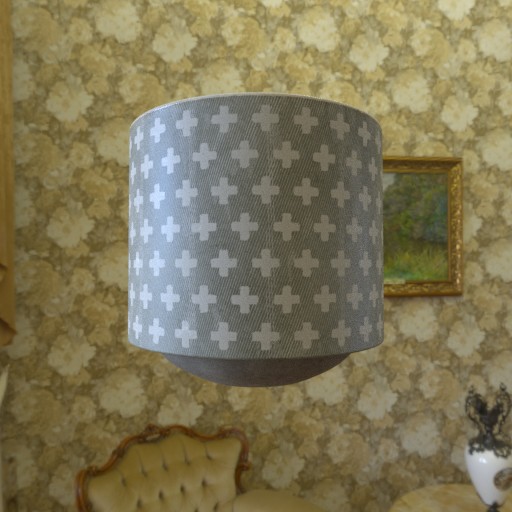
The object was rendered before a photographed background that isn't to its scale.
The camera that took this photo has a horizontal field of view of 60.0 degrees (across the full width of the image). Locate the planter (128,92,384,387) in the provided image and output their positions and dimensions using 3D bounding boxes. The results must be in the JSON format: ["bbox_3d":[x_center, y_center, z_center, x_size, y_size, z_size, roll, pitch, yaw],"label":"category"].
[{"bbox_3d":[0.000,0.000,0.344,0.190,0.181,0.190,0,-2,0],"label":"planter"}]
